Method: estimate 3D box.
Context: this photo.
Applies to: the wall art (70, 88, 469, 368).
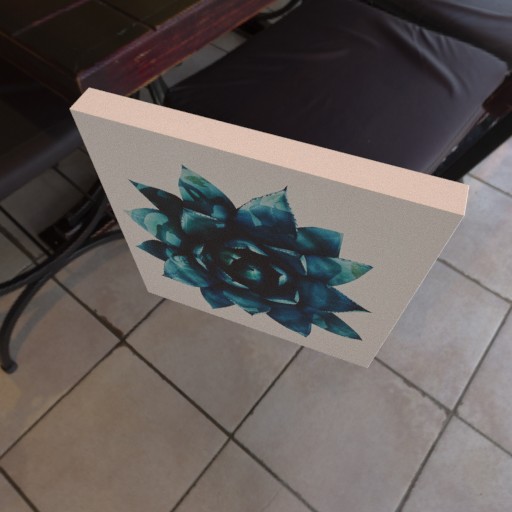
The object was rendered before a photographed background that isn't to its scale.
[{"bbox_3d":[0.000,0.000,0.609,0.406,0.406,0.038,17,59,11],"label":"wall art"}]
